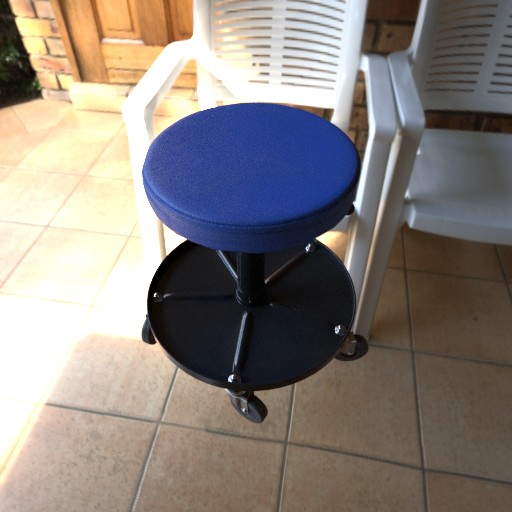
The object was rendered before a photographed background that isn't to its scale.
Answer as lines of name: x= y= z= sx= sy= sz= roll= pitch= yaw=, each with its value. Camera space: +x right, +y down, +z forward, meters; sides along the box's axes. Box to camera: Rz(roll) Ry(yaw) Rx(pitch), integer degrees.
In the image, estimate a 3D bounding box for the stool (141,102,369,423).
stool: x=0.000 y=0.000 z=0.678 sx=0.382 sy=0.365 sz=0.381 roll=3 pitch=46 yaw=3
